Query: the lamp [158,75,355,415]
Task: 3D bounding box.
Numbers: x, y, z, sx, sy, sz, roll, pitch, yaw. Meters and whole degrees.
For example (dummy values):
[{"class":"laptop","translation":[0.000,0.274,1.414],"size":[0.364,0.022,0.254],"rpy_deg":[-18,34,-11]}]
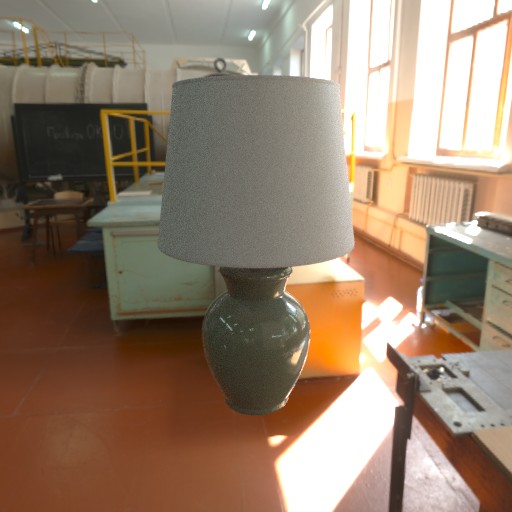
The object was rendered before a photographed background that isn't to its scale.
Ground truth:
[{"class":"lamp","translation":[0.000,0.000,0.556],"size":[0.239,0.399,0.239],"rpy_deg":[0,15,0]}]
